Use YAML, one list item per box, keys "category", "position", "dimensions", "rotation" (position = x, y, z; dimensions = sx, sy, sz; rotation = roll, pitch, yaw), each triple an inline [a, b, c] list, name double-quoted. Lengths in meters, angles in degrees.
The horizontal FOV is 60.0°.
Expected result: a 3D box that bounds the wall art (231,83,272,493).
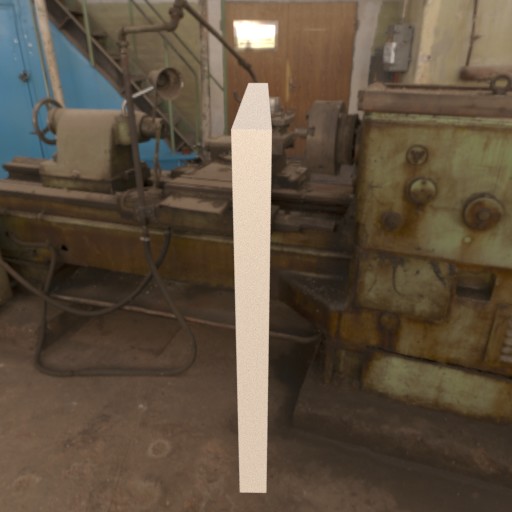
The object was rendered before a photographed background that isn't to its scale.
- category: "wall art"
  position: [0.000, 0.000, 0.753]
  dimensions: [0.038, 0.508, 0.507]
  rotation: [0, 26, 1]
